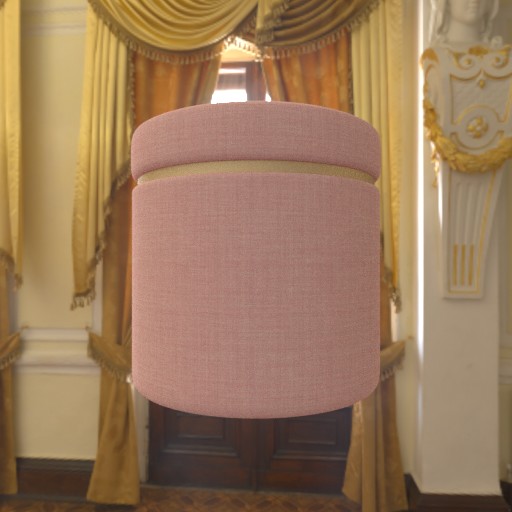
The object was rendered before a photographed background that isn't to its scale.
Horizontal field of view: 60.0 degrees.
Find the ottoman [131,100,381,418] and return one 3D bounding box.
[{"bbox_3d":[0.000,0.000,0.736,0.400,0.406,0.400,0,0,0],"label":"ottoman"}]
